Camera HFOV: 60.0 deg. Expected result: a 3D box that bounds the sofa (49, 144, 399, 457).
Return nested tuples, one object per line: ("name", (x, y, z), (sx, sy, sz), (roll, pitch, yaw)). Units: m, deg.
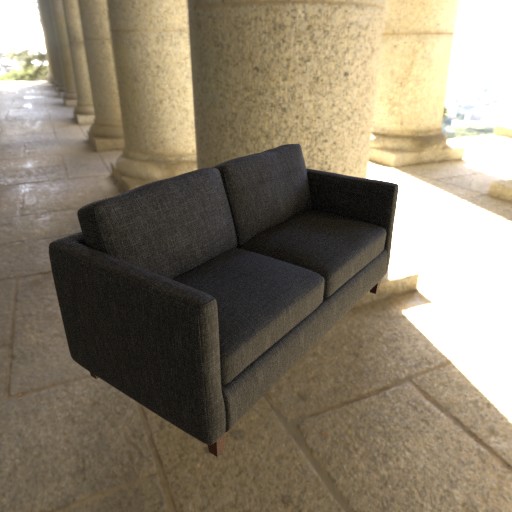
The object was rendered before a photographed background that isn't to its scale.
("sofa", (0.000, 0.000, 2.483), (0.950, 0.963, 1.884), (17, 30, 32))
